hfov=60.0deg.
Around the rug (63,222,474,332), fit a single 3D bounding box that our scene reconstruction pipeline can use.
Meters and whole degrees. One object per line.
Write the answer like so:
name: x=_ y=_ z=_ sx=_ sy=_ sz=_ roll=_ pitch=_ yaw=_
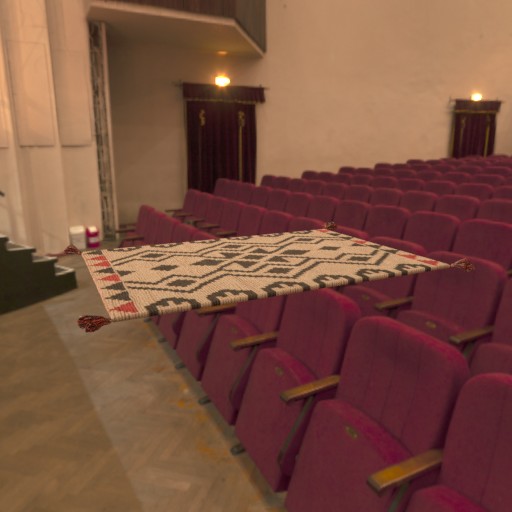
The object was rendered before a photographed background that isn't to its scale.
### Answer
rug: x=0.000 y=0.000 z=2.610 sx=2.069 sy=0.067 sz=1.444 roll=-7 pitch=15 yaw=-25
